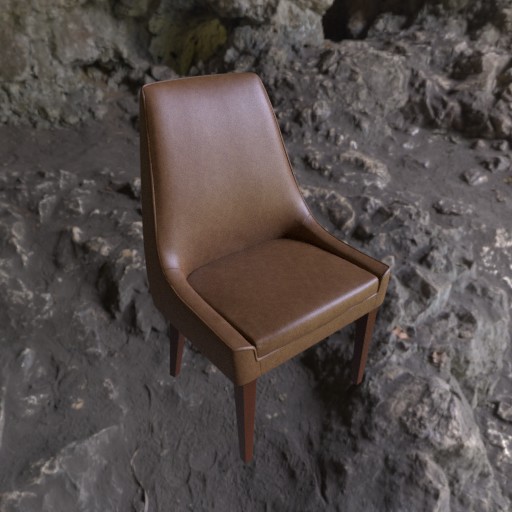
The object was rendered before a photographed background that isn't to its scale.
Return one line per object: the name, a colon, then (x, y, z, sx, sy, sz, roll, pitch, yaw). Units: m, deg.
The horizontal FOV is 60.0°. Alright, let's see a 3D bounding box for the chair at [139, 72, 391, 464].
chair: (0.000, 0.000, 1.206, 0.529, 0.861, 0.544, -22, 36, -33)
